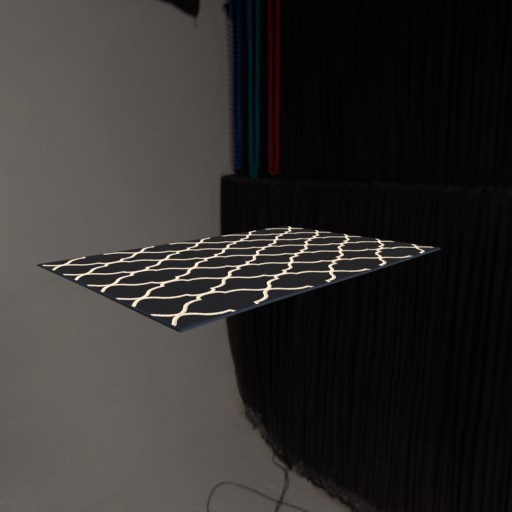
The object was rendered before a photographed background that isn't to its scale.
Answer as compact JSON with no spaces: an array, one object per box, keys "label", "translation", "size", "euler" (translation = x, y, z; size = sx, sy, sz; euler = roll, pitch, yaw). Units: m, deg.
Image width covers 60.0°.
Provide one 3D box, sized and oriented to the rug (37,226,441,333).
[{"label":"rug","translation":[0.000,0.000,2.980],"size":[2.294,0.014,1.528],"euler":[-12,17,-43]}]
